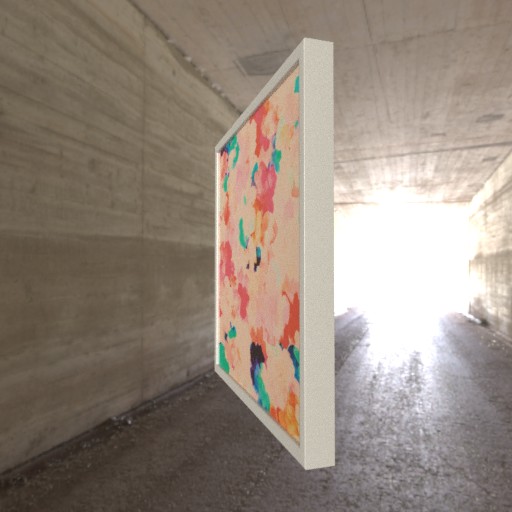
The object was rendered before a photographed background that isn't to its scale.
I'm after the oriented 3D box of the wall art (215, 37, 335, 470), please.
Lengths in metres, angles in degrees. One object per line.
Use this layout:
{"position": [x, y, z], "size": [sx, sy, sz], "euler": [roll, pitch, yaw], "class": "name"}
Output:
{"position": [0.000, 0.000, 0.765], "size": [0.038, 0.505, 0.506], "euler": [0, -1, -17], "class": "wall art"}
